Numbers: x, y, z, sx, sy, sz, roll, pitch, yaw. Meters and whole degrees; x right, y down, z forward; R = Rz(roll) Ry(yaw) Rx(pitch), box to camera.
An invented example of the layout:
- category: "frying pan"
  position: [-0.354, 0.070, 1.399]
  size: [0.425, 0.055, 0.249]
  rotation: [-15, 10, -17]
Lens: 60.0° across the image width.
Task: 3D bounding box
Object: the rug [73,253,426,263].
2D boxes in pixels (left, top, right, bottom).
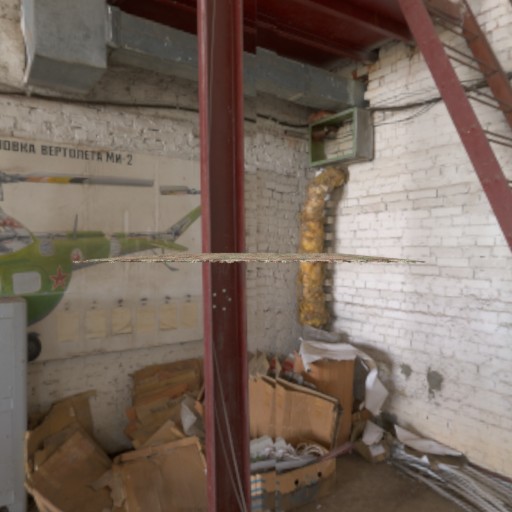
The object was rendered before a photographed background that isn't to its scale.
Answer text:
- category: "rug"
  position: [0.000, 0.000, 3.057]
  size: [1.524, 0.011, 2.438]
  rotation: [0, 1, 1]
